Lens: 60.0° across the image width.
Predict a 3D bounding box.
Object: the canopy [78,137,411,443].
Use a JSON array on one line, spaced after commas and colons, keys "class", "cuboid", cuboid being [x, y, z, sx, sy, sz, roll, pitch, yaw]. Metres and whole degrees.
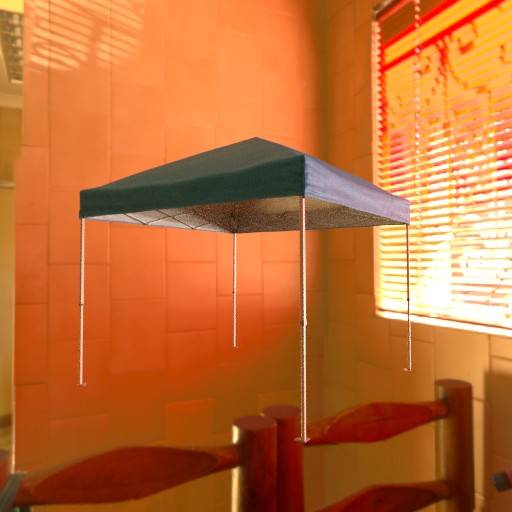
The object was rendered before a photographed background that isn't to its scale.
[{"class": "canopy", "cuboid": [0.000, 0.000, 5.534, 2.996, 2.997, 2.998, -1, -2, 35]}]
